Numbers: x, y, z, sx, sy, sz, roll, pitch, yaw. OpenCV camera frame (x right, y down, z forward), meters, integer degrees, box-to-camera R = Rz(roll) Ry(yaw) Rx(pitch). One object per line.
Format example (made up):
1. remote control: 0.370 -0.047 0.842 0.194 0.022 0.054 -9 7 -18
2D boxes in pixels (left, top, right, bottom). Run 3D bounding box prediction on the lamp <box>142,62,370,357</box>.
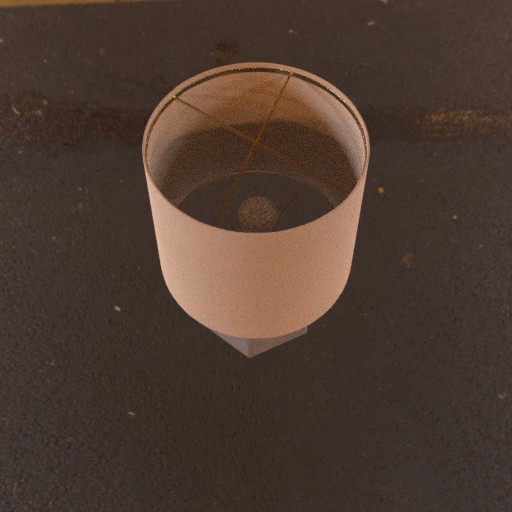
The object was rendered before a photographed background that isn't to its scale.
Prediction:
1. lamp: 0.000 0.000 0.668 0.276 0.501 0.276 0 62 0
